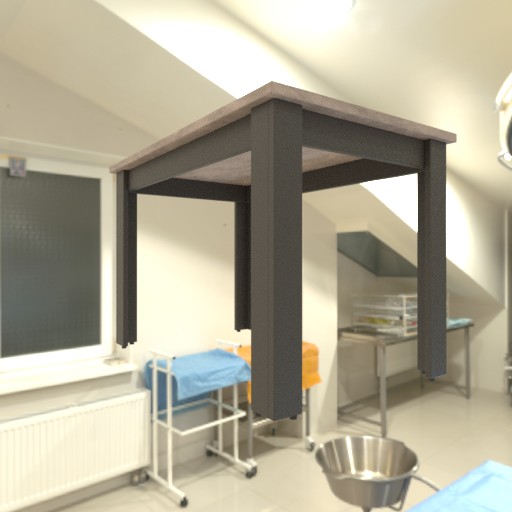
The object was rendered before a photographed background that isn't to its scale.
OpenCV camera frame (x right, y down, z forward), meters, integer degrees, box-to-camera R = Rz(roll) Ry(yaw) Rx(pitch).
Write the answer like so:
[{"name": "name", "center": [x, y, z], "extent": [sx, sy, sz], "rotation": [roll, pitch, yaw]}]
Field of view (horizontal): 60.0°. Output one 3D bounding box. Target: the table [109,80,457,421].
[{"name": "table", "center": [0.000, 0.000, 1.577], "extent": [0.700, 0.734, 1.100], "rotation": [0, 0, -35]}]
